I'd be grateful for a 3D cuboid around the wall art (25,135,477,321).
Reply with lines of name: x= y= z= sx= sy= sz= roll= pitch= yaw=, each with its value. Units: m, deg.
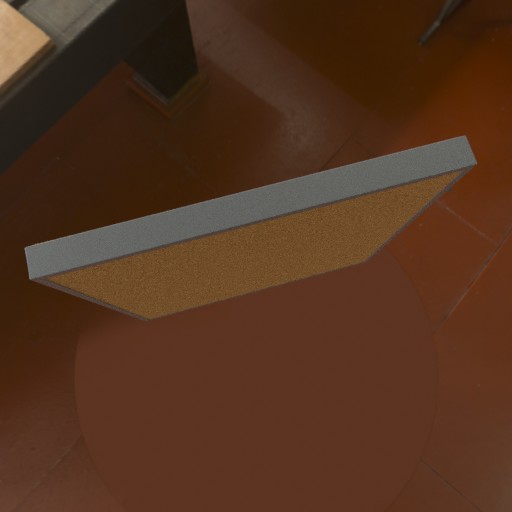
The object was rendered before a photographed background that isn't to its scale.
wall art: x=0.000 y=0.000 z=0.506 sx=0.349 sy=0.349 sz=0.028 roll=-15 pitch=77 yaw=-3
